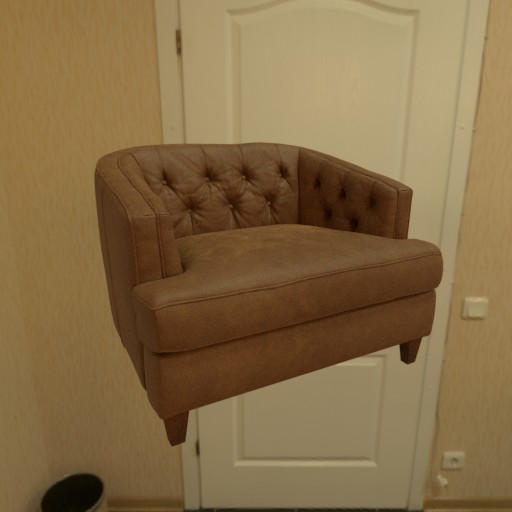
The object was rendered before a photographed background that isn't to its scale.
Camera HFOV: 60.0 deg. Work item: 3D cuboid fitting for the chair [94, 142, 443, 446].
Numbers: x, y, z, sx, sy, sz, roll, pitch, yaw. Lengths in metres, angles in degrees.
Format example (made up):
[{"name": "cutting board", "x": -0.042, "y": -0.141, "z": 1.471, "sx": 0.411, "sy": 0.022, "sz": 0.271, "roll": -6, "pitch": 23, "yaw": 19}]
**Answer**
[{"name": "chair", "x": 0.000, "y": 0.000, "z": 1.746, "sx": 1.119, "sy": 0.836, "sz": 0.911, "roll": -9, "pitch": 19, "yaw": -28}]
